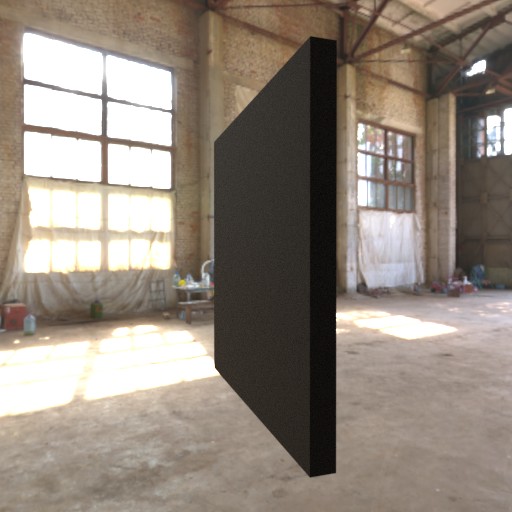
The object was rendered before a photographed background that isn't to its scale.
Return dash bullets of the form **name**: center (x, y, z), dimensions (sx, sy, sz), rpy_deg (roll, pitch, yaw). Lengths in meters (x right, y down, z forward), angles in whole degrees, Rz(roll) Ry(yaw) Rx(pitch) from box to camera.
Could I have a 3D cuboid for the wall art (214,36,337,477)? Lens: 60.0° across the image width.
- **wall art**: center (0.000, 0.000, 0.684), dimensions (0.030, 0.458, 0.462), rpy_deg (0, 0, -18)
